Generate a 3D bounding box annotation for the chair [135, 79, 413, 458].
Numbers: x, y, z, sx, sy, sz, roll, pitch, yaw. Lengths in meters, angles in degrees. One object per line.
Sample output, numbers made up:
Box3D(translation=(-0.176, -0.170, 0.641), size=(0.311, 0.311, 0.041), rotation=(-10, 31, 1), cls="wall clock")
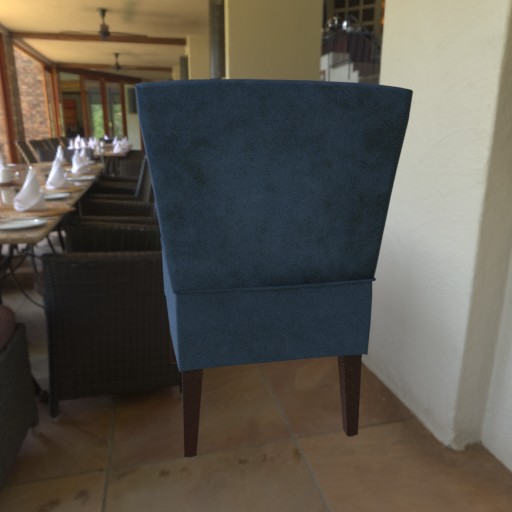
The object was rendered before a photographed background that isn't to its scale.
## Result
Box3D(translation=(0.000, 0.000, 1.152), size=(0.521, 0.806, 0.551), rotation=(-3, 16, -10), cls="chair")
